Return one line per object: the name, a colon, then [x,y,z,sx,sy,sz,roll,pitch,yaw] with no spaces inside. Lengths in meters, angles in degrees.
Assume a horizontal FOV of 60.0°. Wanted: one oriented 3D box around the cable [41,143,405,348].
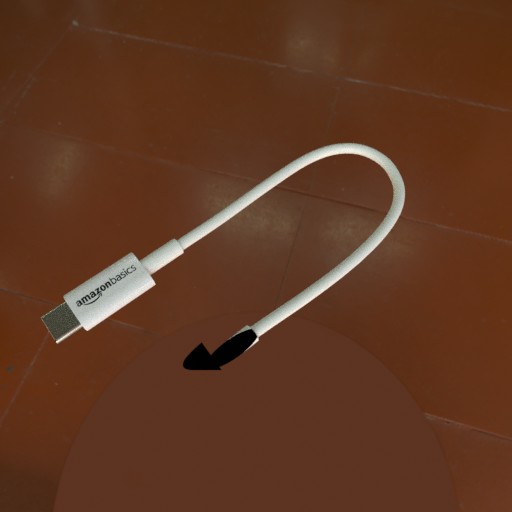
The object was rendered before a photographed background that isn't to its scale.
cable: [0.000,0.000,0.112,0.098,0.005,0.041,-36,67,-18]
